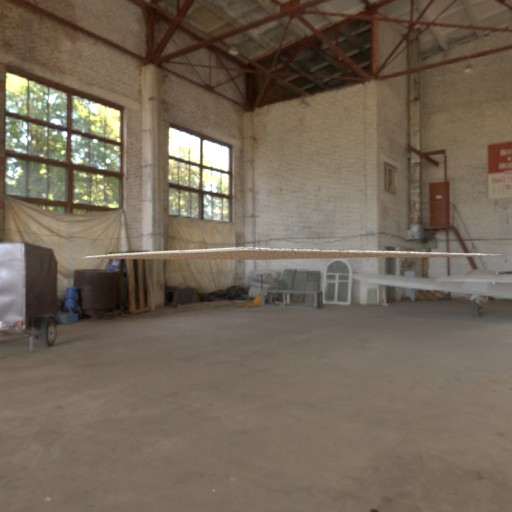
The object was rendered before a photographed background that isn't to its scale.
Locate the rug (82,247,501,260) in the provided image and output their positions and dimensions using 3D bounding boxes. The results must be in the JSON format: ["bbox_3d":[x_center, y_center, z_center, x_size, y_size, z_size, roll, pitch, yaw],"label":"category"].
[{"bbox_3d":[0.000,0.000,3.766,2.125,0.028,3.027,1,-1,-35],"label":"rug"}]
